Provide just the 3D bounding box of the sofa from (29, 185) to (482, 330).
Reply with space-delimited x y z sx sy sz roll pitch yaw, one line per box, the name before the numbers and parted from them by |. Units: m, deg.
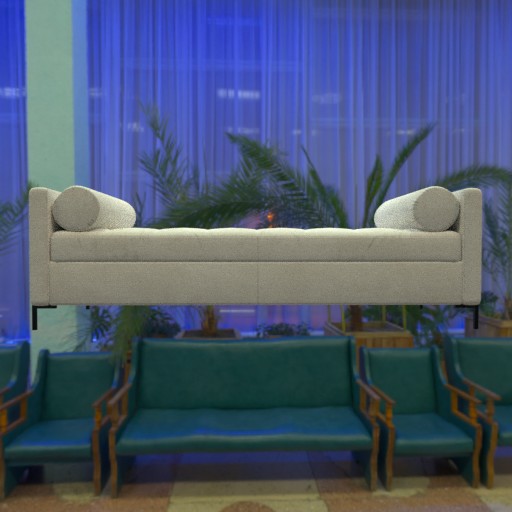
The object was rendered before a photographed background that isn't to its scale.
sofa | 0.000 0.000 2.272 1.981 0.635 0.686 0 1 -1
